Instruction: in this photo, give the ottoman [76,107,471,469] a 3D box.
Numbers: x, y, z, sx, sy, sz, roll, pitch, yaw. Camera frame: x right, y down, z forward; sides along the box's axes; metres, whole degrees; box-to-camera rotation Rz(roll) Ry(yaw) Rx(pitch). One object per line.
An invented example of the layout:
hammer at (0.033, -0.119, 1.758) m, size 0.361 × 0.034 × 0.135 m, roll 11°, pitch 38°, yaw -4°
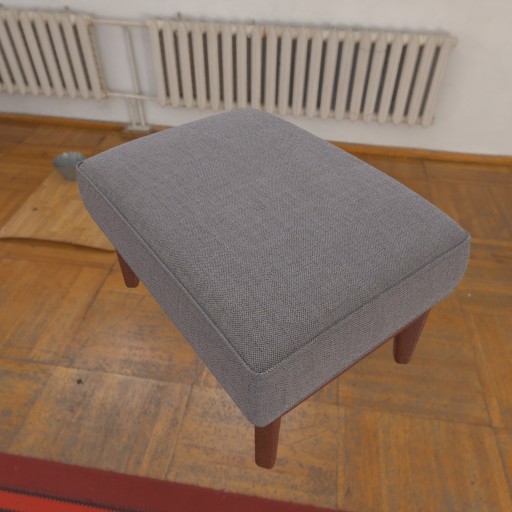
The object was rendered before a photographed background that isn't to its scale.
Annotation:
ottoman at (0.000, 0.000, 1.058) m, size 0.555 × 0.458 × 0.750 m, roll -26°, pitch 48°, yaw -26°
